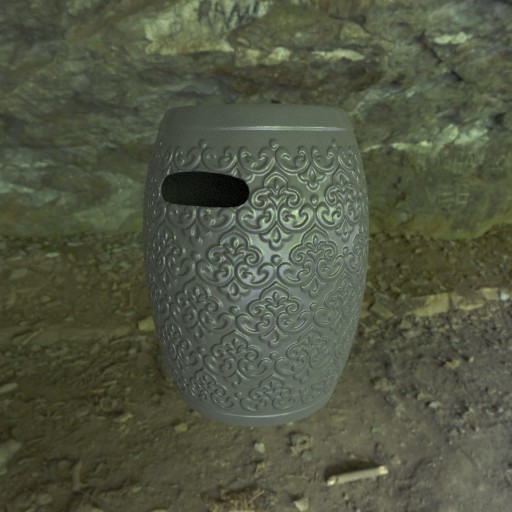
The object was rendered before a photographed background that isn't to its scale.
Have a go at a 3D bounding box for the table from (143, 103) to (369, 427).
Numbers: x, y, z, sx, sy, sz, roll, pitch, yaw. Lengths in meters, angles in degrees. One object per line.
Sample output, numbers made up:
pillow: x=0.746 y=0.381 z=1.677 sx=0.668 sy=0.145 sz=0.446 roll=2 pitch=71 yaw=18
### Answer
table: x=0.000 y=0.000 z=0.631 sx=0.309 sy=0.397 sz=0.309 roll=0 pitch=15 yaw=0
